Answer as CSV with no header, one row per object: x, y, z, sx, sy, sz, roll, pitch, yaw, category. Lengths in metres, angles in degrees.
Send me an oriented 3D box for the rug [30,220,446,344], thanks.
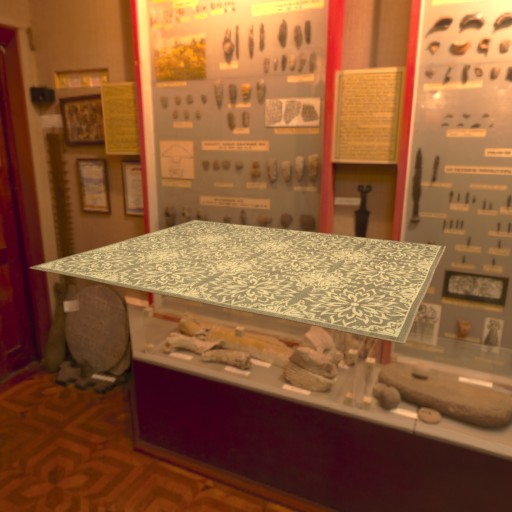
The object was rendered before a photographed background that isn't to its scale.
0.000,0.000,3.997,2.980,0.012,2.363,8,17,26,rug
